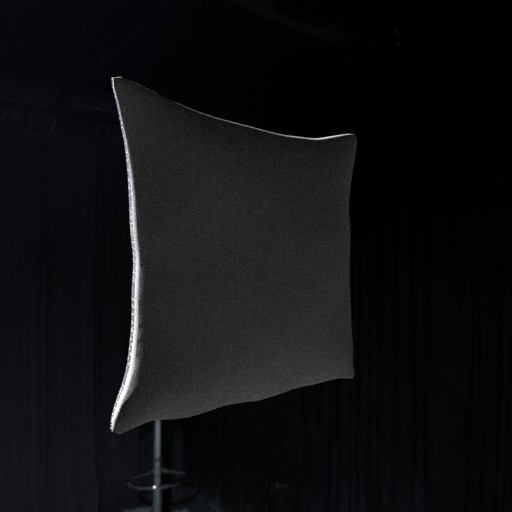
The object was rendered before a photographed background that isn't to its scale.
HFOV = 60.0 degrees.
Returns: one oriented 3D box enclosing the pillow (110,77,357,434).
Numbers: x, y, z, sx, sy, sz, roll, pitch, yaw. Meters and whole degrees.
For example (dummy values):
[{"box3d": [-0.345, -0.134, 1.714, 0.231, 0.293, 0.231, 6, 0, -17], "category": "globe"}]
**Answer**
[{"box3d": [0.000, 0.000, 0.662, 0.435, 0.432, 0.138, 0, 0, -37], "category": "pillow"}]
